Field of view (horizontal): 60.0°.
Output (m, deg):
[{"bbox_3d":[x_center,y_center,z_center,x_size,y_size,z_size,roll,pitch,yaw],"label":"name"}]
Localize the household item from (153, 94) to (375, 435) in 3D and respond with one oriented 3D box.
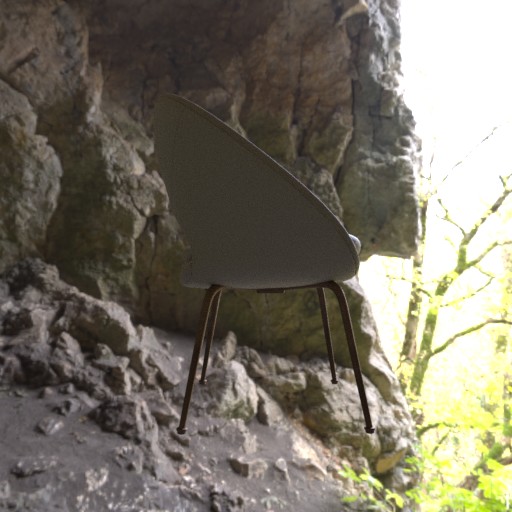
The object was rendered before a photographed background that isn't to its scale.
[{"bbox_3d":[0.000,0.000,1.278,0.573,0.852,0.623,0,-2,-1],"label":"household item"}]
